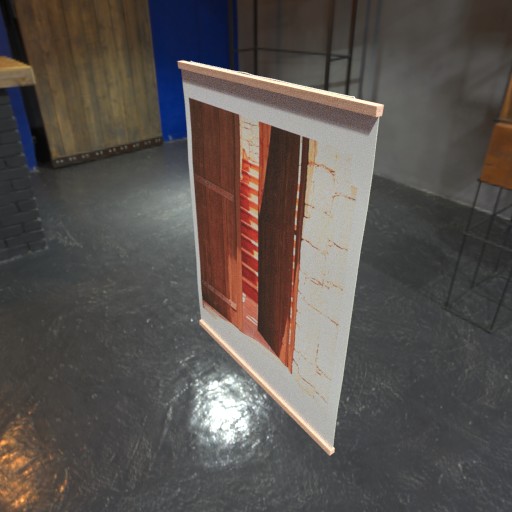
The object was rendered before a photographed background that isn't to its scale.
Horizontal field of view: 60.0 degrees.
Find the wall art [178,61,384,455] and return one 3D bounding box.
[{"bbox_3d":[0.000,0.000,1.324,0.020,1.013,0.758,-21,37,-31],"label":"wall art"}]
